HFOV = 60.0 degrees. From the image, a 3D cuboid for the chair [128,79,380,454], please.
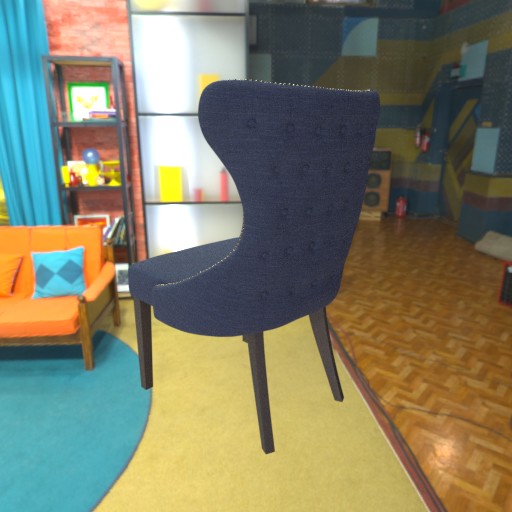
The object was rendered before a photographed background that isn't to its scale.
[{"bbox_3d":[0.000,0.000,1.369,0.628,0.967,0.635,-16,23,-43],"label":"chair"}]
